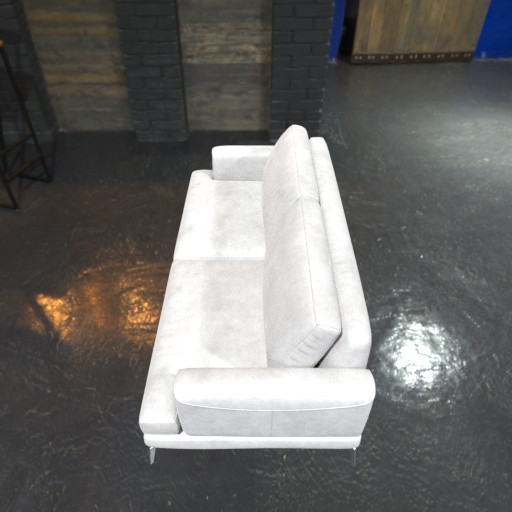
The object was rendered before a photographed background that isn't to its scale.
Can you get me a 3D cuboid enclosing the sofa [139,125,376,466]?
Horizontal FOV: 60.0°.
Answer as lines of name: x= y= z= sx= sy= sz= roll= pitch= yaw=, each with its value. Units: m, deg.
sofa: x=0.000 y=0.000 z=2.523 sx=0.980 sy=0.830 sz=2.013 roll=0 pitch=42 yaw=0
